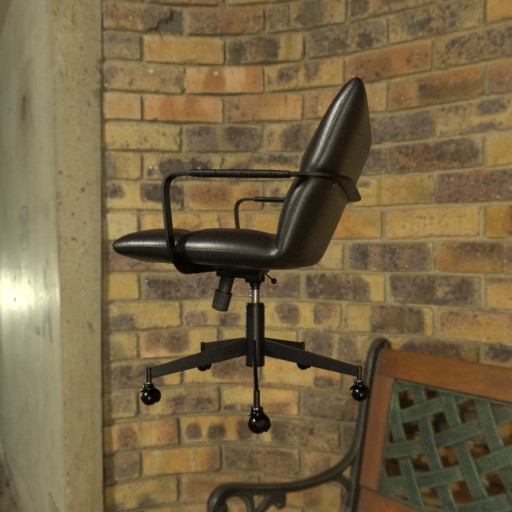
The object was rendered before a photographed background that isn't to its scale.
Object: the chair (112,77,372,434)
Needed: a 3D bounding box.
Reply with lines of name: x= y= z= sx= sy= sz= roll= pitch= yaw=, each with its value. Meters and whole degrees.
chair: x=0.000 y=0.000 z=1.490 sx=0.748 sy=0.922 sz=0.719 roll=0 pitch=0 yaw=16
